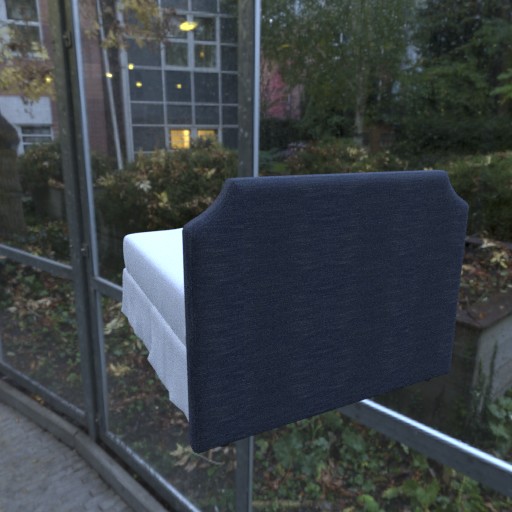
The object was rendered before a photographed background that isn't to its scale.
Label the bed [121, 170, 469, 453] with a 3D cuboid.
[{"bbox_3d":[0.000,0.000,3.172,1.693,1.290,2.116,-7,16,-26],"label":"bed"}]
